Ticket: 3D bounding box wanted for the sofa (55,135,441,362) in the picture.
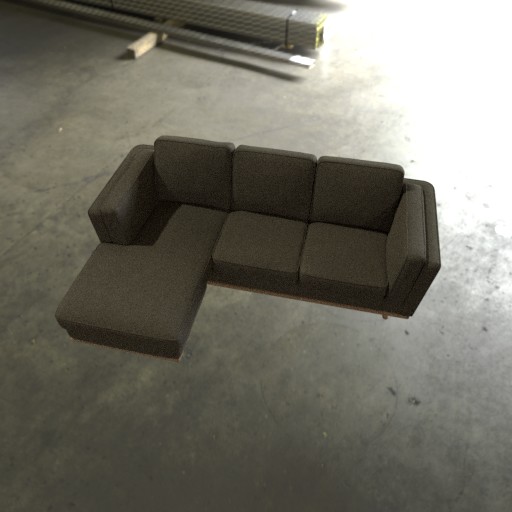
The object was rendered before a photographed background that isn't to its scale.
[{"bbox_3d":[0.000,0.000,3.184,2.411,0.929,1.604,9,48,8],"label":"sofa"}]
